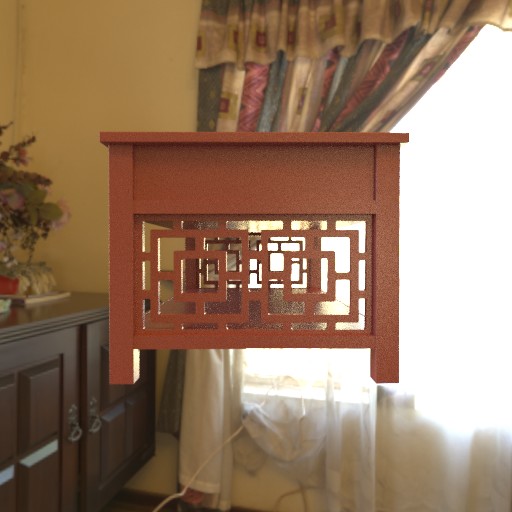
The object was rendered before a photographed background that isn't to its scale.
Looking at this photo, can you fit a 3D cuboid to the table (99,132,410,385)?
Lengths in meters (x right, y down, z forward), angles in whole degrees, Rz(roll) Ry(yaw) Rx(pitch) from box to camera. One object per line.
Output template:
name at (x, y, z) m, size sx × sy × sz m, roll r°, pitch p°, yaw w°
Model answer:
table at (0.000, 0.000, 1.391) m, size 0.612 × 0.493 × 1.068 m, roll 0°, pitch 1°, yaw -1°
